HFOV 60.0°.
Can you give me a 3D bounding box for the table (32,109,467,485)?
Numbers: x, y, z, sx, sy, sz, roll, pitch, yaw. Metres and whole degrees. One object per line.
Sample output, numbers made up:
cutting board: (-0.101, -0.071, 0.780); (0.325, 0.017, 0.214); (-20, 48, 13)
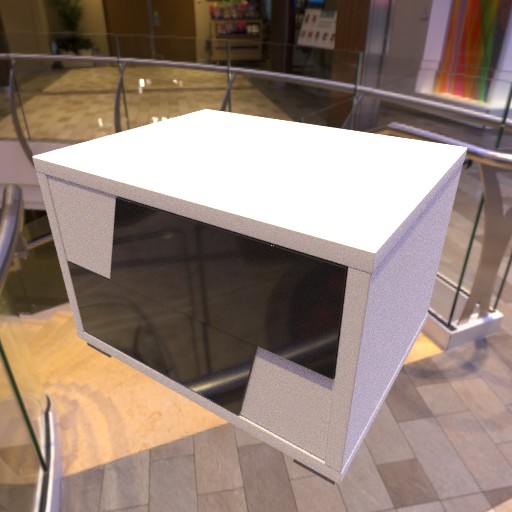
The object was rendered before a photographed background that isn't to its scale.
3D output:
table: (0.000, 0.000, 0.750); (0.517, 0.357, 0.399); (18, 34, 29)
